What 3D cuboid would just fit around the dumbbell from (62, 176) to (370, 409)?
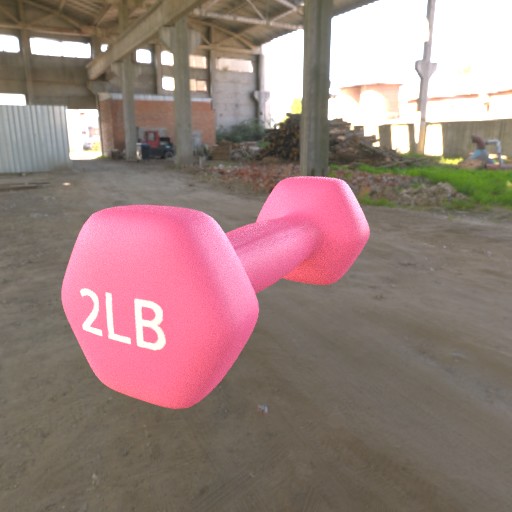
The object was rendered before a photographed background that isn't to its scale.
[{"bbox_3d":[0.000,0.000,0.171,0.058,0.053,0.146,7,16,27],"label":"dumbbell"}]
